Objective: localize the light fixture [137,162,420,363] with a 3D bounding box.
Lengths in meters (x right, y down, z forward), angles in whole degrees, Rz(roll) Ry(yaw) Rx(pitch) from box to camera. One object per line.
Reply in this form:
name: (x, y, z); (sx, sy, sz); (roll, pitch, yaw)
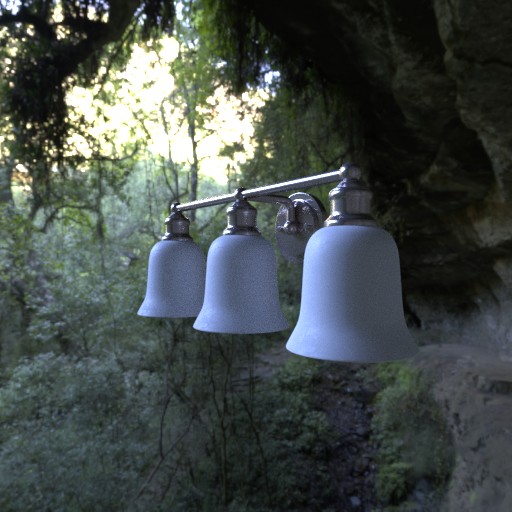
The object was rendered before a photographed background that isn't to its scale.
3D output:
light fixture: (0.000, 0.000, 0.684); (0.198, 0.211, 0.570); (1, -1, -37)
